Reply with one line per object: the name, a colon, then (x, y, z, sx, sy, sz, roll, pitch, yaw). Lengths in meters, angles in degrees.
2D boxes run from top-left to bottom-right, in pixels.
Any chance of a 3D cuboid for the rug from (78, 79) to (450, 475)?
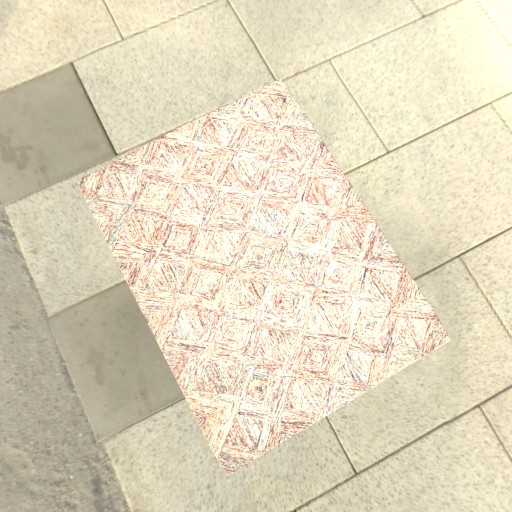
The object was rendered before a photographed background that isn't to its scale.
rug: (0.000, 0.000, 4.362, 2.436, 0.024, 3.226, -29, 78, -6)
